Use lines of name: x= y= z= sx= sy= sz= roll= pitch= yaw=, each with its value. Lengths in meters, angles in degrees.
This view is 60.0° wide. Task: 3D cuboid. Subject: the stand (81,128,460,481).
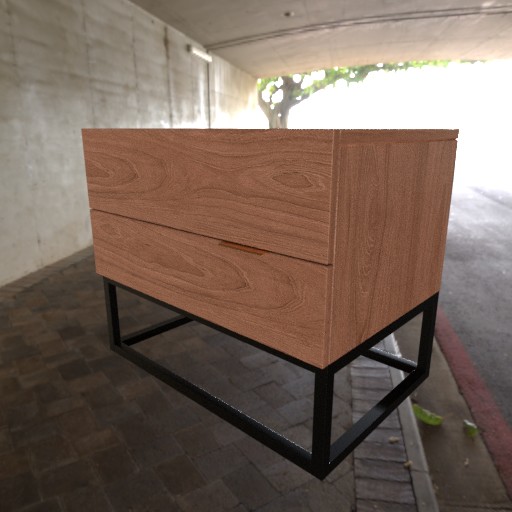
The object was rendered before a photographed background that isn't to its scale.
stand: x=0.000 y=0.000 z=0.905 sx=0.600 sy=0.500 sz=0.420 roll=14 pitch=21 yaw=41
